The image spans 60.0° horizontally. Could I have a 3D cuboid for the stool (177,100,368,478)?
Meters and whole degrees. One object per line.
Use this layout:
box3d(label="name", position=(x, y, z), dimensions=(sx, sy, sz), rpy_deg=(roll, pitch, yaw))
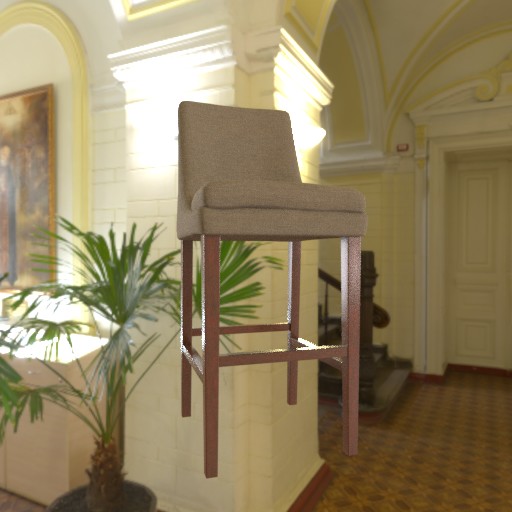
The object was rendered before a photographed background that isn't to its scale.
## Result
box3d(label="stool", position=(0.000, 0.000, 1.379), dimensions=(0.470, 1.078, 0.577), rpy_deg=(0, 1, -18))
